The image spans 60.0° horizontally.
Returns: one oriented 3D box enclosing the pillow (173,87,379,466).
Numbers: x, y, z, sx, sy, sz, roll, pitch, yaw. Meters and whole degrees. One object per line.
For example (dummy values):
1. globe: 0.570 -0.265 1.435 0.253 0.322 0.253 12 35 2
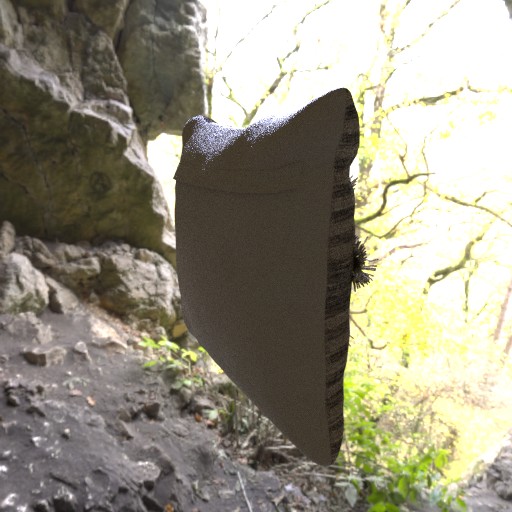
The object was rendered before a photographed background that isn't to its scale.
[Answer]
1. pillow: 0.000 0.000 0.754 0.234 0.490 0.484 -7 15 -26
